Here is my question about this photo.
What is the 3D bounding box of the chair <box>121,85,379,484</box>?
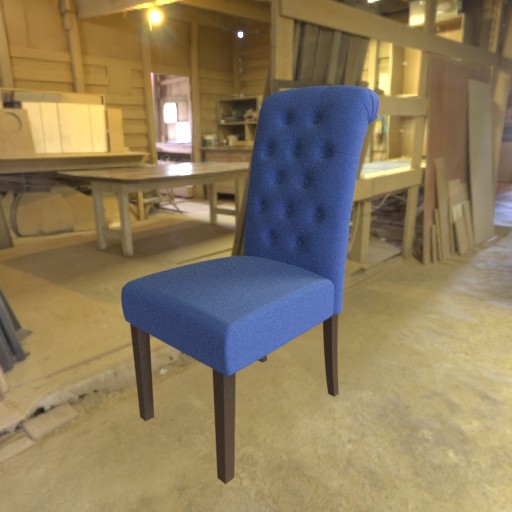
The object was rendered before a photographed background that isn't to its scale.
[{"bbox_3d":[0.000,0.000,1.354,0.456,1.006,0.671,15,21,42],"label":"chair"}]
